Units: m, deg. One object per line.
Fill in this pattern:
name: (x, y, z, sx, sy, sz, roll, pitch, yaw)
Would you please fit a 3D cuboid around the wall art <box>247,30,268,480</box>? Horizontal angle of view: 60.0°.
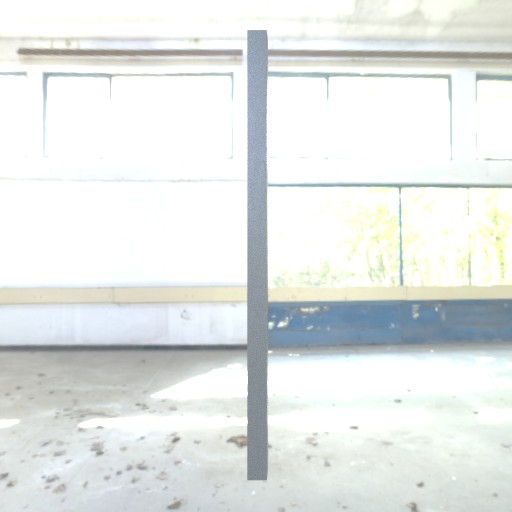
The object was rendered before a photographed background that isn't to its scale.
wall art: (0.000, 0.000, 1.198, 0.038, 0.807, 0.809, 0, 0, 0)
